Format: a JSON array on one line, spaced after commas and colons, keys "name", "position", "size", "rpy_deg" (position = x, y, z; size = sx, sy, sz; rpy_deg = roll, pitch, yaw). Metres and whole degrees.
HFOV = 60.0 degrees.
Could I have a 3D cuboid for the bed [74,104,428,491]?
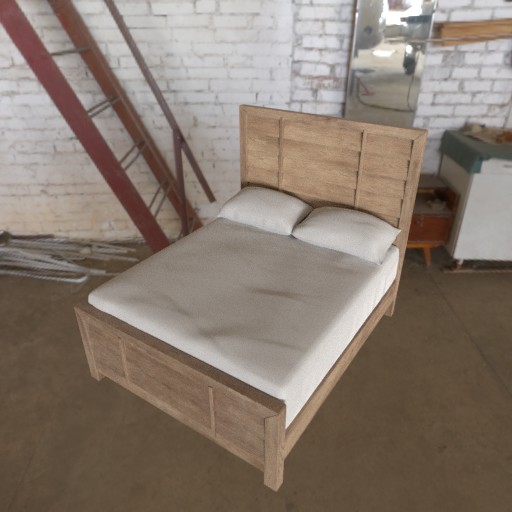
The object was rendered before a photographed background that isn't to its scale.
[{"name": "bed", "position": [0.000, 0.000, 3.228], "size": [1.615, 1.631, 2.017], "rpy_deg": [18, 35, 29]}]
